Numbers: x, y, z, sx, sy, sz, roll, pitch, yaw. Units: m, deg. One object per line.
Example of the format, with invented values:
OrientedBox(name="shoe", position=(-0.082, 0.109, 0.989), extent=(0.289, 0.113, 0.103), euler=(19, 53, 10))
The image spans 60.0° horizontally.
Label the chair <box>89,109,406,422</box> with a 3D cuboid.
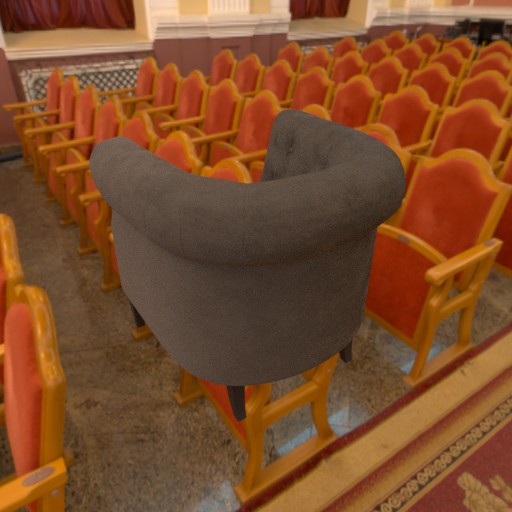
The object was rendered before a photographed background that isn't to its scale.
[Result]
OrientedBox(name="chair", position=(0.000, 0.000, 1.573), extent=(0.904, 0.826, 0.851), euler=(-19, 36, -28))
